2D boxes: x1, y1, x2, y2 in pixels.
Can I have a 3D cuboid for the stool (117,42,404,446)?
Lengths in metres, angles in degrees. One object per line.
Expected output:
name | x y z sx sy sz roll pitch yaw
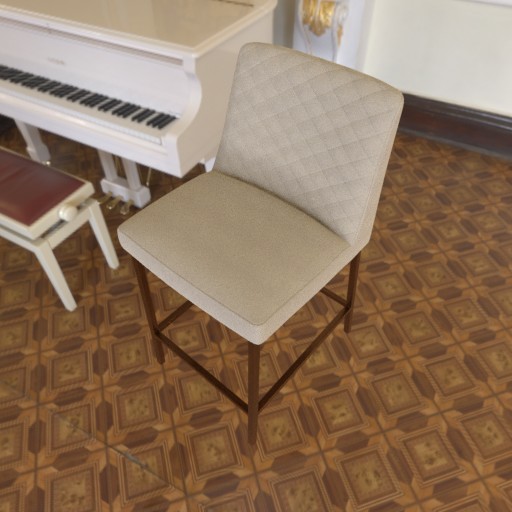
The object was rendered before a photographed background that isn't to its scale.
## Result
stool | 0.000 0.000 1.284 0.507 0.973 0.576 32 54 27
